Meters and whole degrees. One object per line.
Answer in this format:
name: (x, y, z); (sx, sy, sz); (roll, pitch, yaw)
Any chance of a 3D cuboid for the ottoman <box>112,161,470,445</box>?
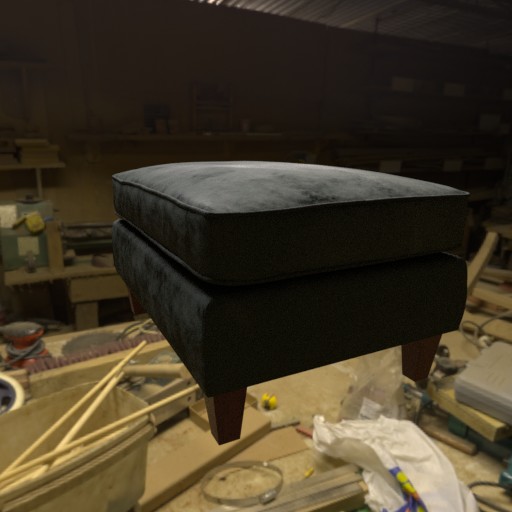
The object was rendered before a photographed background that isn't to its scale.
ottoman: (0.000, 0.000, 1.205); (0.632, 0.495, 0.864); (-7, 16, -26)
